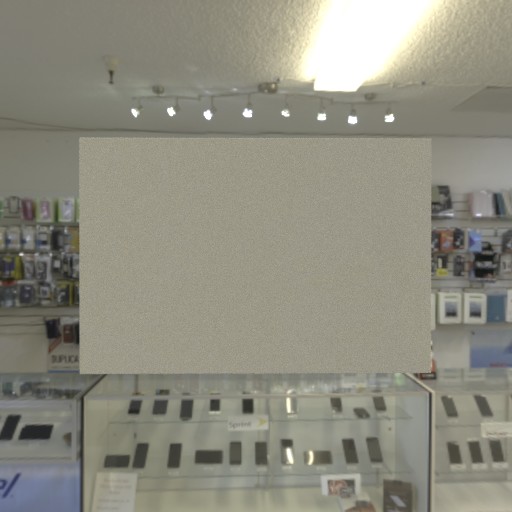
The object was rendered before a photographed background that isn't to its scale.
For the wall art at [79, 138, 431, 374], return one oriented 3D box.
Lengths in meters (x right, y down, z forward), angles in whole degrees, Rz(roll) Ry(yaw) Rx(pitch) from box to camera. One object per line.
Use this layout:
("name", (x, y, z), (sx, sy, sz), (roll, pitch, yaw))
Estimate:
("wall art", (0.000, 0.000, 1.148), (0.898, 0.601, 0.038), (0, 0, 0))
